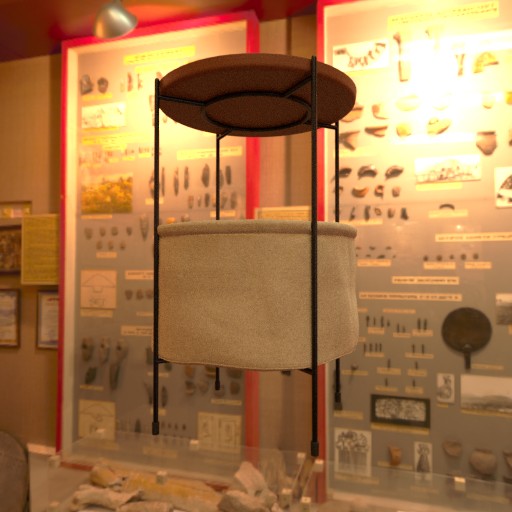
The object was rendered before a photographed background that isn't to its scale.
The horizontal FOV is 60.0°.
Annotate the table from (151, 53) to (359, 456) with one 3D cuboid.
[{"bbox_3d":[0.000,0.000,0.868,0.393,0.623,0.393,0,-1,18],"label":"table"}]
